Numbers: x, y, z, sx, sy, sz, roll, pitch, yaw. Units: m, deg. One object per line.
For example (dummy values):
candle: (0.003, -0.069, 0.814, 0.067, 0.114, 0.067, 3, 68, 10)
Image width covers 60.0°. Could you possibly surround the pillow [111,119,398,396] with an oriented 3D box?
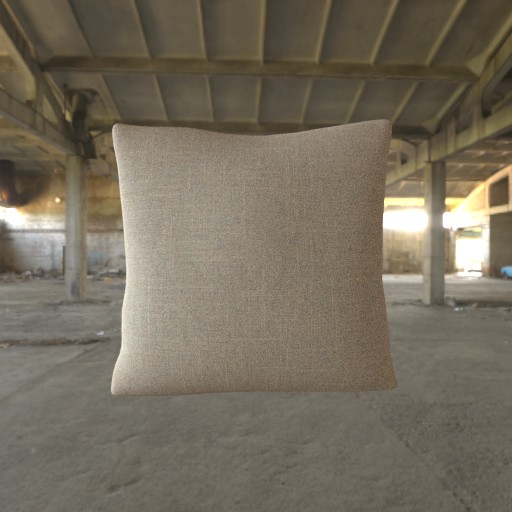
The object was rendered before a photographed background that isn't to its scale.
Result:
pillow: (0.000, 0.000, 0.896, 0.578, 0.558, 0.192, 0, 0, -2)
